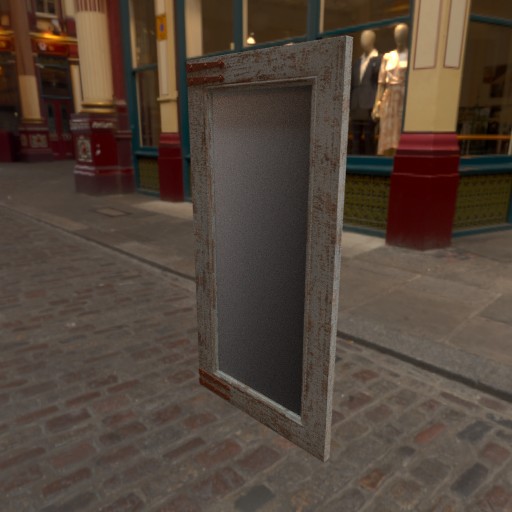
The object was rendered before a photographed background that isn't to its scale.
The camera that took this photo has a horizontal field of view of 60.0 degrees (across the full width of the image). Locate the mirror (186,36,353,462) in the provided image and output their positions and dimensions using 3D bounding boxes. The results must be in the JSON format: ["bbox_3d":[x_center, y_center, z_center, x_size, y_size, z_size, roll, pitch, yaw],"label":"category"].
[{"bbox_3d":[0.000,0.000,1.087,0.472,0.922,0.027,16,23,42],"label":"mirror"}]
